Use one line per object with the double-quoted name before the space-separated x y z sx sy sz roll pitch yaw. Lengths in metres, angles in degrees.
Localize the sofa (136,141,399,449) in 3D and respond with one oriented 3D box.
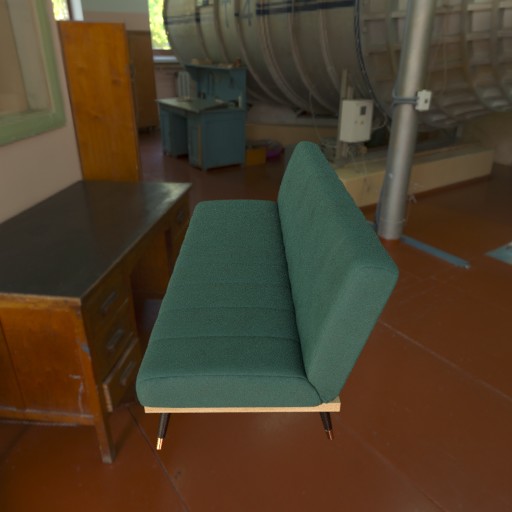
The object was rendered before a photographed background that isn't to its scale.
"sofa" 0.000 0.000 2.252 0.830 0.820 1.810 0 26 0
